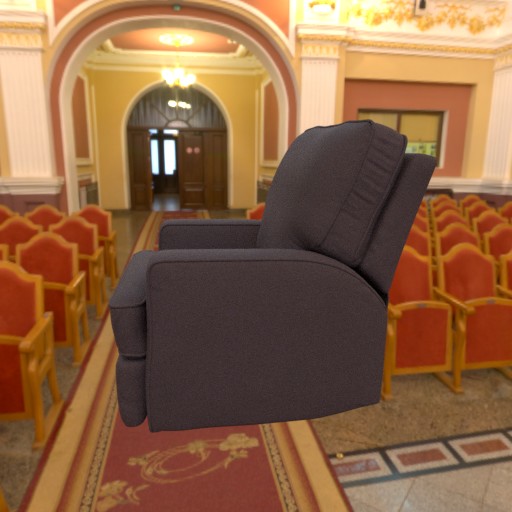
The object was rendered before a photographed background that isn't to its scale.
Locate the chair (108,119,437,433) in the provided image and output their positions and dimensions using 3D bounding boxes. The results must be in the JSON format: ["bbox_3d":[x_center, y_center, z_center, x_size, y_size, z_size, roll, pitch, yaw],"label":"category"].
[{"bbox_3d":[0.000,0.000,1.649,0.964,0.962,0.861,-2,12,-9],"label":"chair"}]
